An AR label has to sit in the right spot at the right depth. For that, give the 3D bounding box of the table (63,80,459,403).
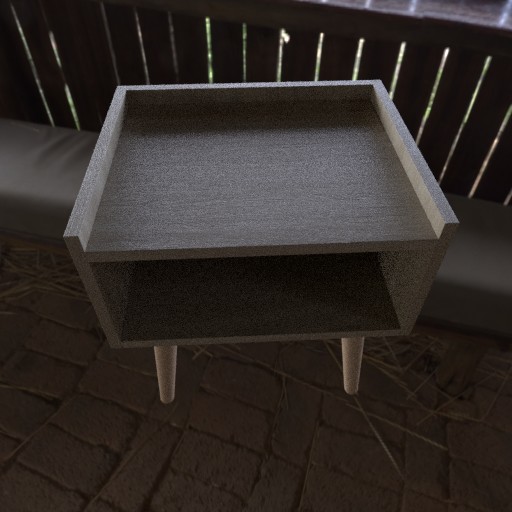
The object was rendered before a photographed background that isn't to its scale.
[{"bbox_3d":[0.000,0.000,0.800,0.450,0.470,0.370,-2,46,-2],"label":"table"}]
